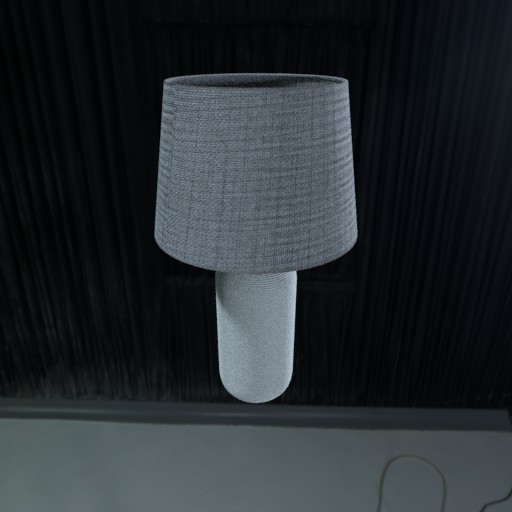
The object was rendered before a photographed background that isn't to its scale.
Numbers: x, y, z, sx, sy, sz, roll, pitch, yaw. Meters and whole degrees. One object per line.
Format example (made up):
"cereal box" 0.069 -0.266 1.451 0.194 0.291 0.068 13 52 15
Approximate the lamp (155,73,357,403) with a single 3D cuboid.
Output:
"lamp" 0.000 0.000 0.578 0.251 0.429 0.251 0 26 0
